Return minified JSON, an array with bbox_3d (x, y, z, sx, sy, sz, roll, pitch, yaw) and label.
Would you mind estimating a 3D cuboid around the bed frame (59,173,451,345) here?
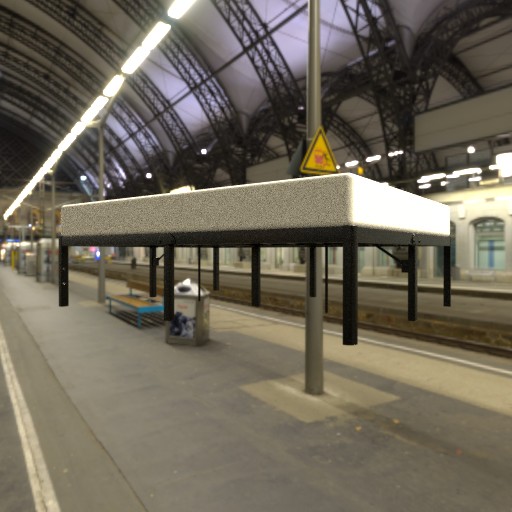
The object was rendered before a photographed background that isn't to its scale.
[{"bbox_3d":[0.000,0.000,2.895,2.072,0.659,1.557,0,1,37],"label":"bed frame"}]
